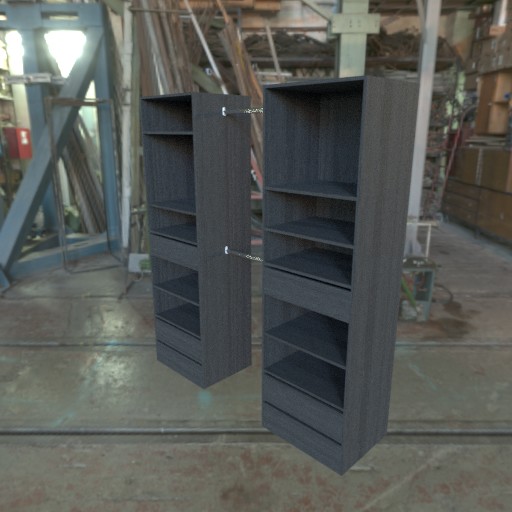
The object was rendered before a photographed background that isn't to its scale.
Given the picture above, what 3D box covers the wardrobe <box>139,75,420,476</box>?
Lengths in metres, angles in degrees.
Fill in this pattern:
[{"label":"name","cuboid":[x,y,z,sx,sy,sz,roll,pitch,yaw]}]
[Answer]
[{"label":"wardrobe","cuboid":[0.000,0.000,2.864,1.770,2.000,0.480,15,22,43]}]
